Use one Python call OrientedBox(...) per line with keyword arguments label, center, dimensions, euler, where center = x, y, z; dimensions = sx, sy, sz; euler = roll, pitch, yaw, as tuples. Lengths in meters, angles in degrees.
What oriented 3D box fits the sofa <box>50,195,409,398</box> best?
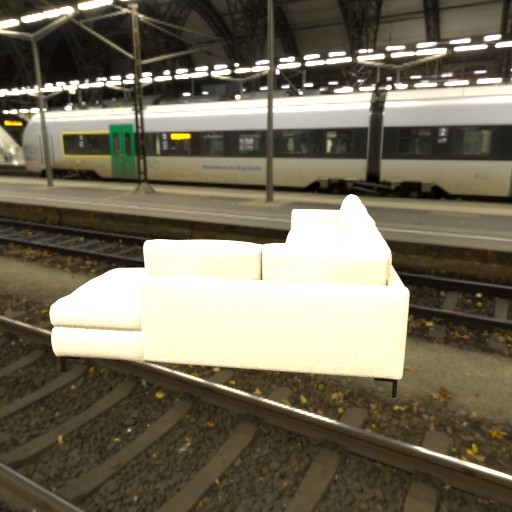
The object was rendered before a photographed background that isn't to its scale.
OrientedBox(label="sofa", center=(0.000, 0.000, 3.801), dimensions=(2.007, 0.815, 2.949), euler=(2, 14, 8))
